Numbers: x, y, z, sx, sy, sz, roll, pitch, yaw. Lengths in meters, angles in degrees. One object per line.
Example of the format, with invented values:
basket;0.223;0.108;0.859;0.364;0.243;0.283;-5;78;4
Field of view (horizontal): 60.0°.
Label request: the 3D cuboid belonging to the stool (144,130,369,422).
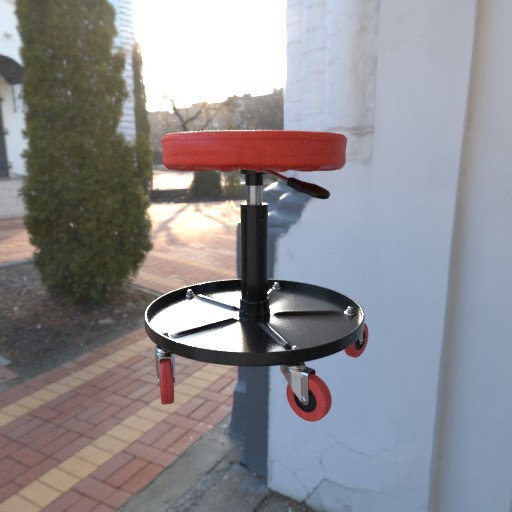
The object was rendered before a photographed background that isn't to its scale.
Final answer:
stool;0.000;0.000;0.692;0.381;0.365;0.382;-11;17;-42
